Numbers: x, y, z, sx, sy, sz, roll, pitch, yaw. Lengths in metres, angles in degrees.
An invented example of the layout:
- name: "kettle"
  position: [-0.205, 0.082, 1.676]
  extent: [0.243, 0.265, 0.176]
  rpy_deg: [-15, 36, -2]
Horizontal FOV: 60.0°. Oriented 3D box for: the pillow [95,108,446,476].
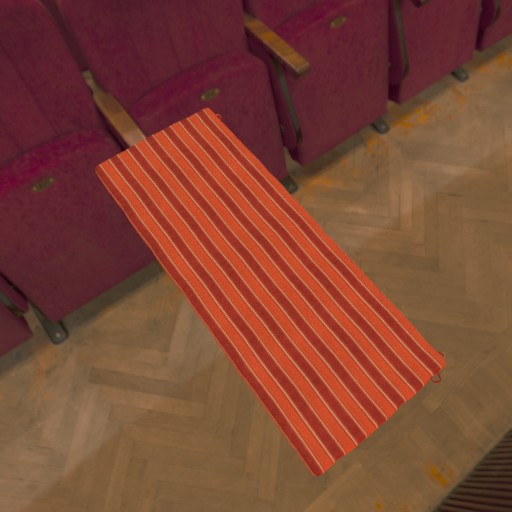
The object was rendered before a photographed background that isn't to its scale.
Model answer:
- name: "pillow"
  position: [0.000, 0.000, 1.344]
  extent: [0.492, 0.081, 1.187]
  rpy_deg: [-34, 68, -15]
